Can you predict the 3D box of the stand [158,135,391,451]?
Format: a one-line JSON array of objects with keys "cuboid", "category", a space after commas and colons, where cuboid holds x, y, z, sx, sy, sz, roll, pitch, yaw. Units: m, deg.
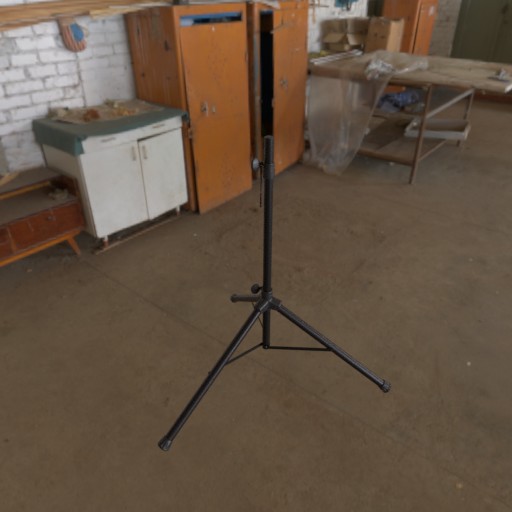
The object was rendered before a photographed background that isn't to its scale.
[{"cuboid": [0.000, 0.000, 1.937, 1.045, 1.136, 0.907, -8, 33, -13], "category": "stand"}]
